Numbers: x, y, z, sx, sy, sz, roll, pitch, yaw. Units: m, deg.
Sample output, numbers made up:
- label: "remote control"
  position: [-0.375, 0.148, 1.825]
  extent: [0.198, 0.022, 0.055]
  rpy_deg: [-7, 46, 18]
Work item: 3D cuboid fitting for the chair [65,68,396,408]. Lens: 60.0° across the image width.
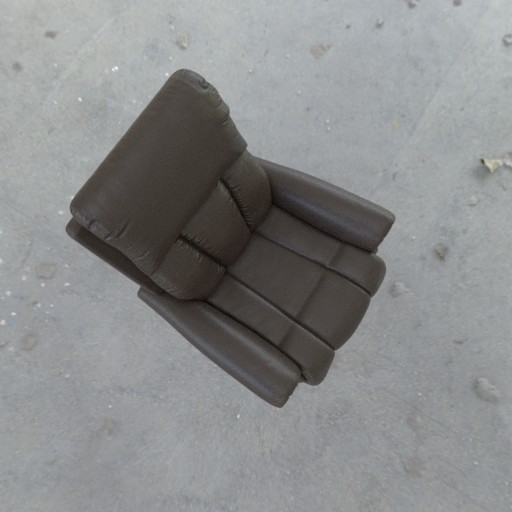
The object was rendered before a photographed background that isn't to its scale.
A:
- label: "chair"
  position: [0.000, 0.000, 1.726]
  extent: [0.978, 1.028, 0.869]
  rpy_deg: [32, 78, 8]
